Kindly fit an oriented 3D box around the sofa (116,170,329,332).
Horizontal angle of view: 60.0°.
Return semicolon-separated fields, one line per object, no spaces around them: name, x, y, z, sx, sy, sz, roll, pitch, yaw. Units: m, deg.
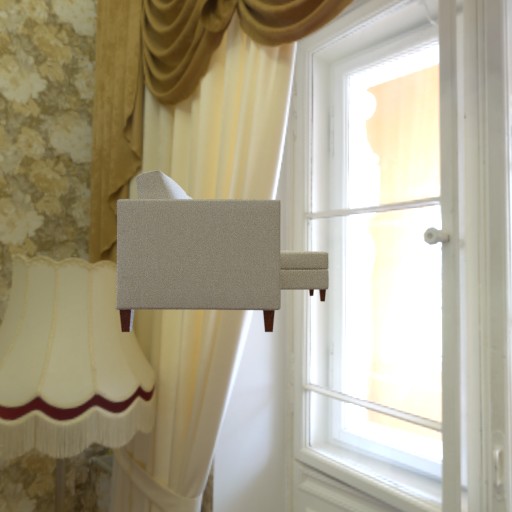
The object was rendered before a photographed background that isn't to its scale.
sofa;0.000;0.000;4.186;1.599;0.954;3.471;0;-2;0
